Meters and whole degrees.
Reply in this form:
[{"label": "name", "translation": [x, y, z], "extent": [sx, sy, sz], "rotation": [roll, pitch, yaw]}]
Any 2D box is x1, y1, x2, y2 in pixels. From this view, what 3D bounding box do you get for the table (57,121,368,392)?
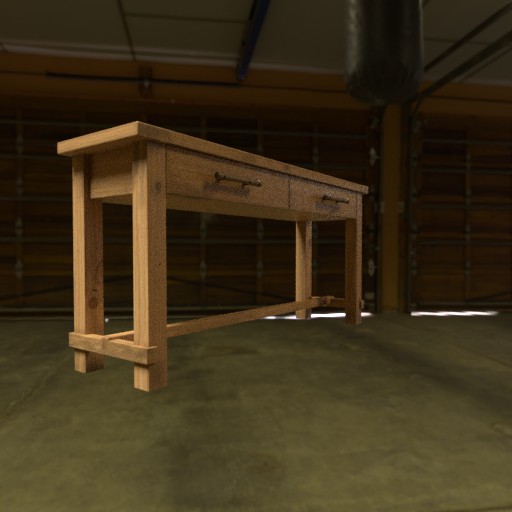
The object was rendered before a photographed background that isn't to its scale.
[{"label": "table", "translation": [0.000, 0.000, 1.971], "extent": [0.442, 0.762, 1.599], "rotation": [1, 1, 37]}]
